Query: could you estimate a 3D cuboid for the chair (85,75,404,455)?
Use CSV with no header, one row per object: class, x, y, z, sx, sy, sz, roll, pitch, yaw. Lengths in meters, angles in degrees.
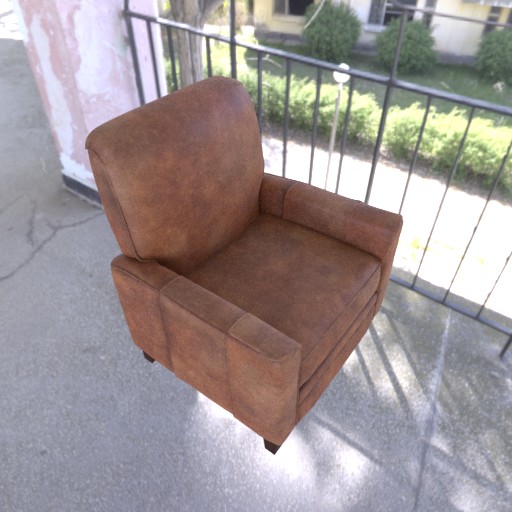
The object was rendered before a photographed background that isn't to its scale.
chair,0.000,0.000,1.672,0.836,1.043,0.843,26,48,27
